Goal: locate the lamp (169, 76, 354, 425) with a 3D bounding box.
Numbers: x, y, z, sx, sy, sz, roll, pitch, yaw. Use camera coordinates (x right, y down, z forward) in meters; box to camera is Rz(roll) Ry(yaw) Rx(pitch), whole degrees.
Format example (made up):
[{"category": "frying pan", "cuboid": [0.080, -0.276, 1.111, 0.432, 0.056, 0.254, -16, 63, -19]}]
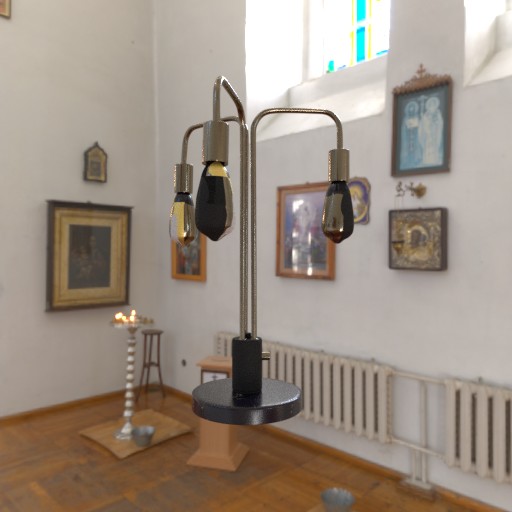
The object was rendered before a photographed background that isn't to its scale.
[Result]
[{"category": "lamp", "cuboid": [0.000, 0.000, 0.809, 0.368, 0.560, 0.355, 0, -1, -1]}]
